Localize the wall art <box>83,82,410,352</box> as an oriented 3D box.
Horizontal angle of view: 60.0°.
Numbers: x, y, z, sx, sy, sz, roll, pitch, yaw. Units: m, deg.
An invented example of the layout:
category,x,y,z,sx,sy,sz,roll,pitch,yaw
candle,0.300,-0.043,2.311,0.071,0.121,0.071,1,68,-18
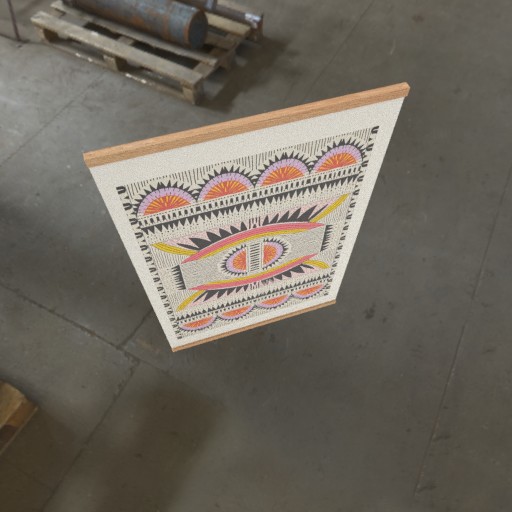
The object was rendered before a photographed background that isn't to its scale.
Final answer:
category,x,y,z,sx,sy,sz,roll,pitch,yaw
wall art,0.000,0.000,1.955,0.999,1.533,0.028,-15,59,-9
